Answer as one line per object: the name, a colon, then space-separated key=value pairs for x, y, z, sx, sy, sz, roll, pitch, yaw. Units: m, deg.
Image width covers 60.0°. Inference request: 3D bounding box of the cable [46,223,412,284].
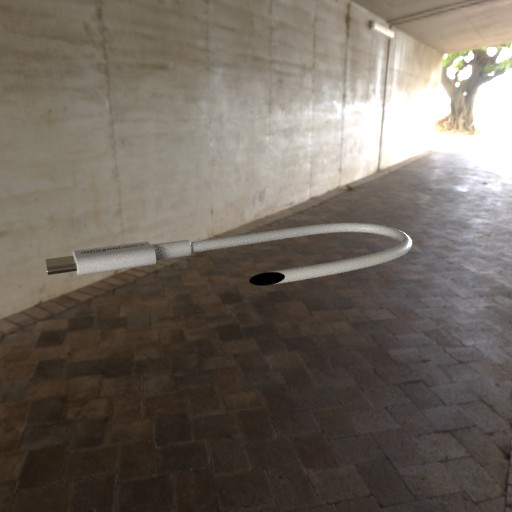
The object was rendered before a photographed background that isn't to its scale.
cable: x=0.000 y=0.000 z=0.115 sx=0.098 sy=0.005 sz=0.041 roll=-9 pitch=20 yaw=-25
